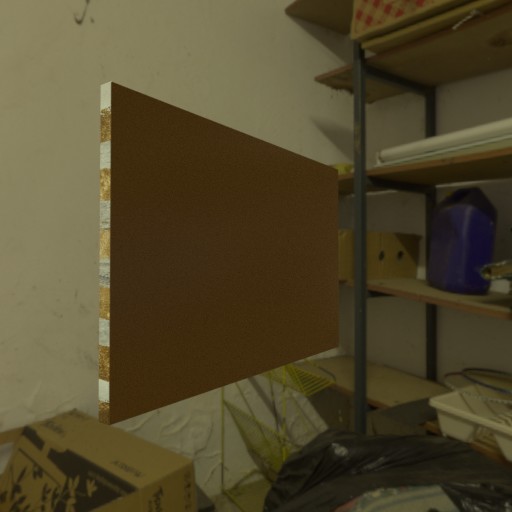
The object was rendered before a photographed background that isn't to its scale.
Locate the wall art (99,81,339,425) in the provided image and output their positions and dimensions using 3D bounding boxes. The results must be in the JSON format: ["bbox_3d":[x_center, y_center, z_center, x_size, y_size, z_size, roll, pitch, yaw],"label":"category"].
[{"bbox_3d":[0.000,0.000,1.453,0.041,0.762,1.145,-1,-1,36],"label":"wall art"}]
